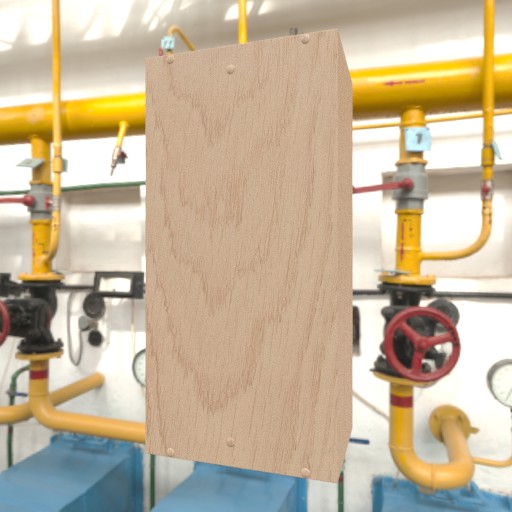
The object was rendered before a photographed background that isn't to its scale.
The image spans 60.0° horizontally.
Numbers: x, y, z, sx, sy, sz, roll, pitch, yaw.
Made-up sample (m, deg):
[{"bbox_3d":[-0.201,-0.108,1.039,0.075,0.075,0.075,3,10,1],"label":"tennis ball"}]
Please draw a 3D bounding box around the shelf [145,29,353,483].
[{"bbox_3d":[0.000,0.000,0.723,0.290,0.600,0.200,0,0,18],"label":"shelf"}]
